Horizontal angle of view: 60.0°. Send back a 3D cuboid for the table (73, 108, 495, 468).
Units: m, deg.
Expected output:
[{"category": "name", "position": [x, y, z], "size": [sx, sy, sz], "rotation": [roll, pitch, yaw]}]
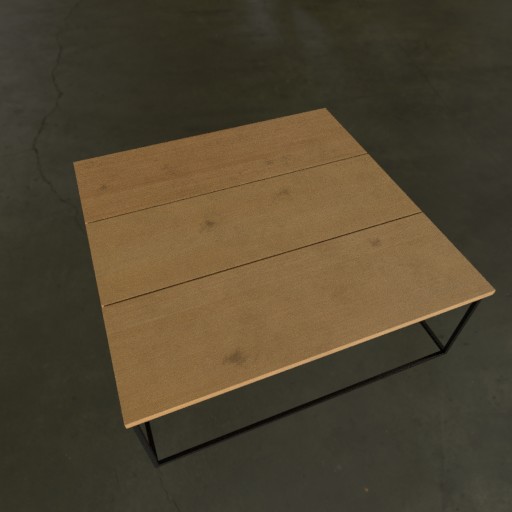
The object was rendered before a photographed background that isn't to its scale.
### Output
[{"category": "table", "position": [0.000, 0.000, 1.673], "size": [1.100, 0.400, 1.100], "rotation": [-16, 51, -14]}]
